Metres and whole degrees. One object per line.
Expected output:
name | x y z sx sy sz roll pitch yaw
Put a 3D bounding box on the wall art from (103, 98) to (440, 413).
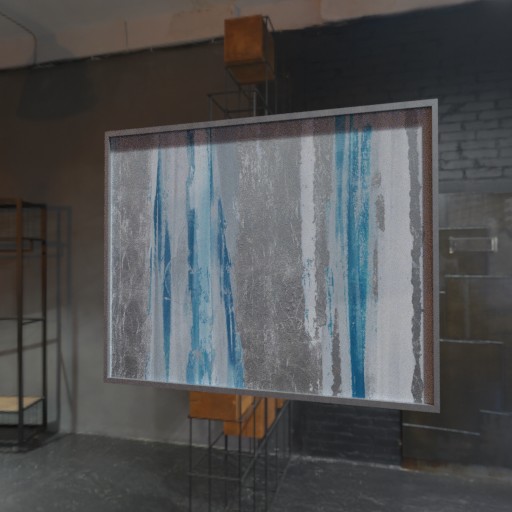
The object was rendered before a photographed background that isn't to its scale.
wall art | 0.000 0.000 0.732 0.557 0.450 0.037 0 -1 17
